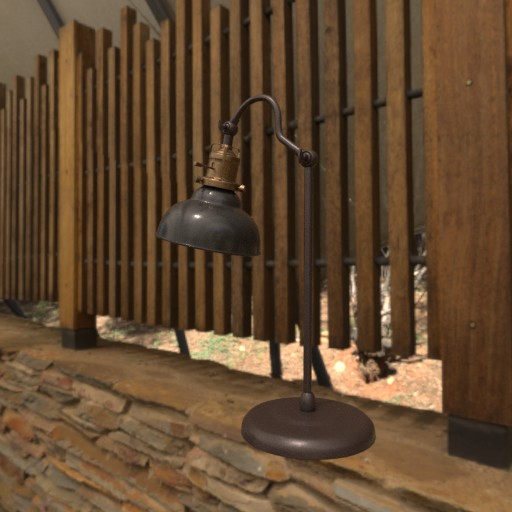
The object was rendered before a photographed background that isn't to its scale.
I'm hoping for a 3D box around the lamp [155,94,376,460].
[{"bbox_3d":[0.000,0.000,0.699,0.374,0.508,0.192,-1,-1,35],"label":"lamp"}]
